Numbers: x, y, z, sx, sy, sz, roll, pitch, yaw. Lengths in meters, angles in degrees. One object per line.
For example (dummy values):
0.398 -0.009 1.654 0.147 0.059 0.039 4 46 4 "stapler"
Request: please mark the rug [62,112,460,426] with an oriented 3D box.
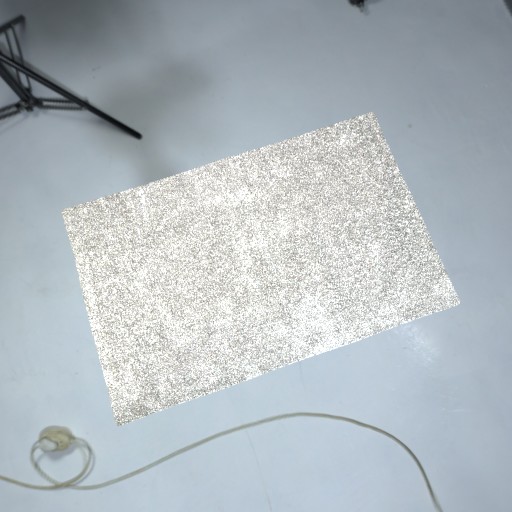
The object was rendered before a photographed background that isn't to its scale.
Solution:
0.000 0.000 3.011 2.350 0.025 1.502 -19 77 -4 "rug"
